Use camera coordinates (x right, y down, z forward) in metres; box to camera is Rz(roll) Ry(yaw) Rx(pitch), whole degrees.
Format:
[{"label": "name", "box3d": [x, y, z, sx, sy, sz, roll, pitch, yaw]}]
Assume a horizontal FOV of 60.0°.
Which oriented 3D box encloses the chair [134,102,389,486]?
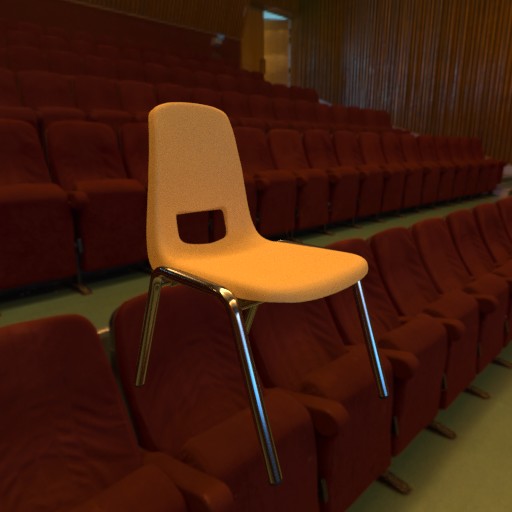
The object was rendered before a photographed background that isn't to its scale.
[{"label": "chair", "box3d": [0.000, 0.000, 0.854, 0.423, 0.586, 0.354, 13, 18, 43]}]
